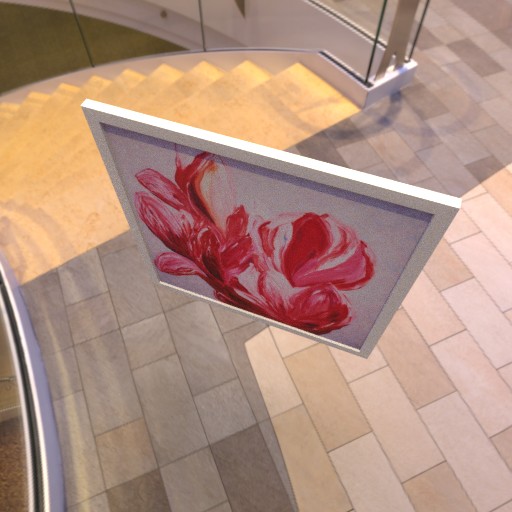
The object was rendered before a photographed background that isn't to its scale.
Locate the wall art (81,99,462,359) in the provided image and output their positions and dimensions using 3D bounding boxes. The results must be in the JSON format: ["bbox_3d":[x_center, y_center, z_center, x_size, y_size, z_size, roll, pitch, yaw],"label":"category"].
[{"bbox_3d":[0.000,0.000,1.012,0.664,0.661,0.020,18,59,11],"label":"wall art"}]
